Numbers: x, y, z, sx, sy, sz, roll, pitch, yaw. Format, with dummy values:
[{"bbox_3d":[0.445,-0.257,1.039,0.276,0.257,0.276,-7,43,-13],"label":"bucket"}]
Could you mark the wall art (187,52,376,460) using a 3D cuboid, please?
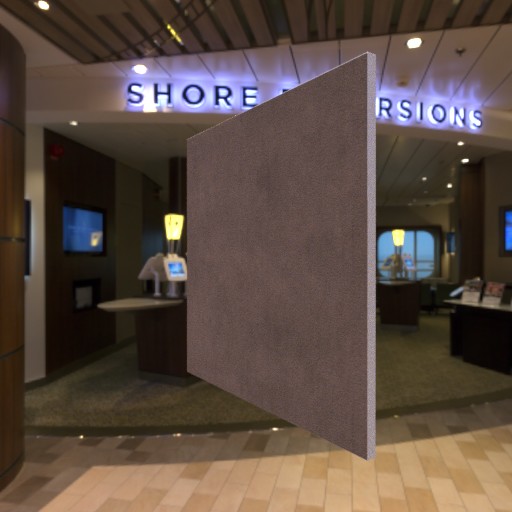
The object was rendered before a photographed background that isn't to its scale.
[{"bbox_3d":[0.000,0.000,0.995,0.020,0.661,0.664,0,0,-35],"label":"wall art"}]
